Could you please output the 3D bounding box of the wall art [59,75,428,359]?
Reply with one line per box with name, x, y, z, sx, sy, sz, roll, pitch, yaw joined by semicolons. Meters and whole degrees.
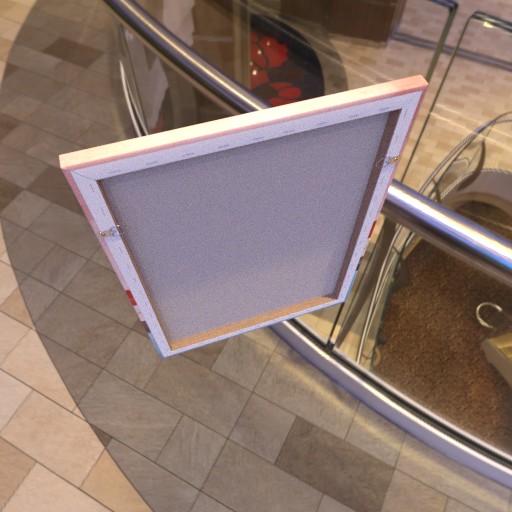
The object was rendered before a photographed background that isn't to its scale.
wall art;0.000;0.000;1.308;0.761;1.016;0.039;-16;59;-10
